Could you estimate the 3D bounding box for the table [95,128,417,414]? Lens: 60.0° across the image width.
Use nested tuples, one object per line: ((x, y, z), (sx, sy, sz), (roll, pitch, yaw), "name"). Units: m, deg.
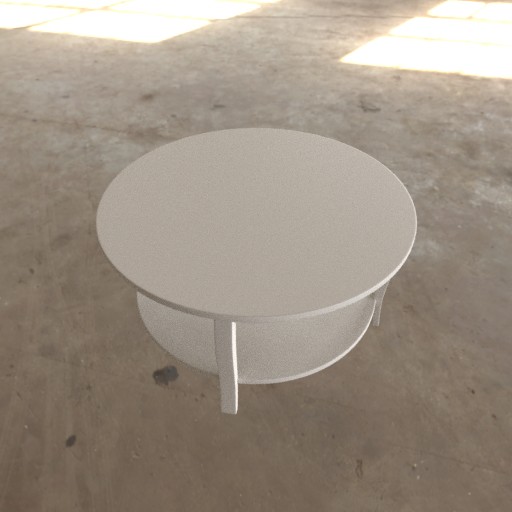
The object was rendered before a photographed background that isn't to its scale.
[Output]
((0.000, 0.000, 1.449), (0.910, 0.457, 0.910), (0, 42, 0), "table")
